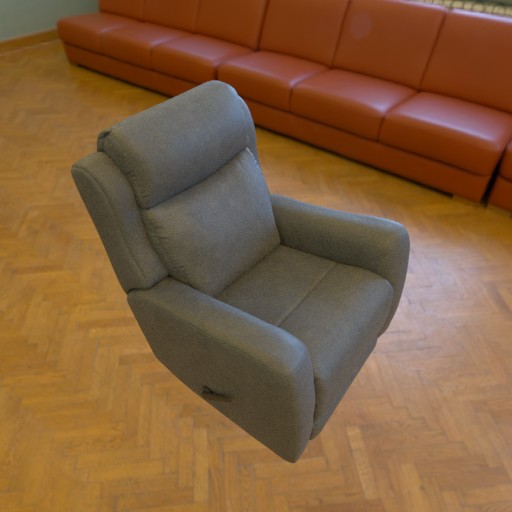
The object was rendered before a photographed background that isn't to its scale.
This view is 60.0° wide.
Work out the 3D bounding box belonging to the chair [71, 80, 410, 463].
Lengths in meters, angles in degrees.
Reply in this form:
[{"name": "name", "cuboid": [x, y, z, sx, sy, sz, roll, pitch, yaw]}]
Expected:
[{"name": "chair", "cuboid": [0.000, 0.000, 1.874, 1.068, 1.116, 0.967, 27, 48, 27]}]
